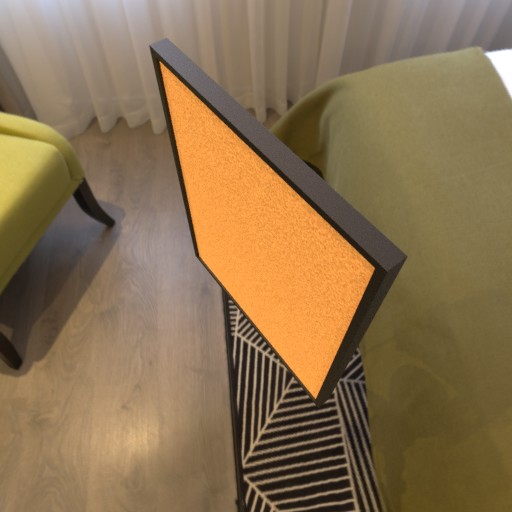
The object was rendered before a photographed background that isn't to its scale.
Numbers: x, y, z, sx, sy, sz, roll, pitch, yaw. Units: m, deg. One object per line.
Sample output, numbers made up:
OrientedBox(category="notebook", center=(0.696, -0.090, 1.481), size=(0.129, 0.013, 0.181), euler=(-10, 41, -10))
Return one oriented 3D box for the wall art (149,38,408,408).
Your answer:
OrientedBox(category="wall art", center=(0.000, 0.000, 0.765), size=(0.029, 0.559, 0.457), euler=(-33, 64, -19))
